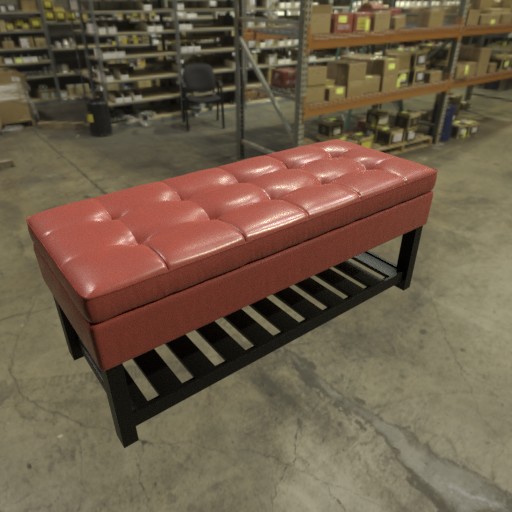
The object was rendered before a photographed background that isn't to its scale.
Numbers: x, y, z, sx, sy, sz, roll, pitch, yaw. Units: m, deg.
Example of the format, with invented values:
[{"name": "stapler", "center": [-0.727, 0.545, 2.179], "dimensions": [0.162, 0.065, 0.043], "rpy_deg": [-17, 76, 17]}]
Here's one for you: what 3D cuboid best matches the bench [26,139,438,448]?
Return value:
[{"name": "bench", "center": [0.000, 0.000, 1.326], "dimensions": [1.105, 0.460, 0.432], "rpy_deg": [-21, 37, -31]}]
